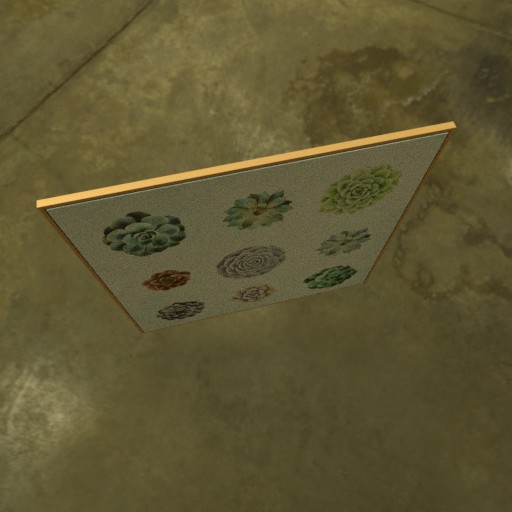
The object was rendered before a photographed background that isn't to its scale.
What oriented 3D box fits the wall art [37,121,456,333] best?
[{"bbox_3d":[0.000,0.000,0.974,0.657,0.655,0.014,-12,65,-6],"label":"wall art"}]
